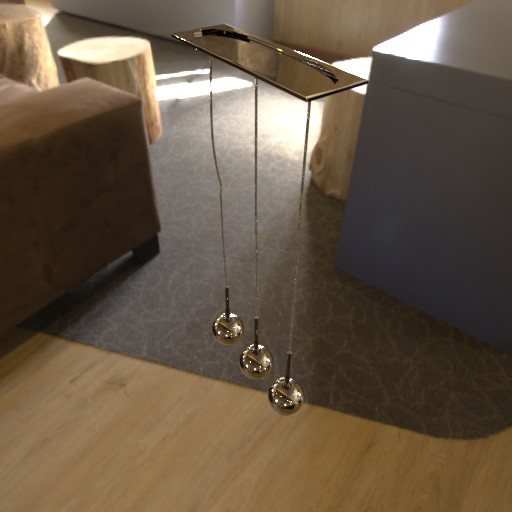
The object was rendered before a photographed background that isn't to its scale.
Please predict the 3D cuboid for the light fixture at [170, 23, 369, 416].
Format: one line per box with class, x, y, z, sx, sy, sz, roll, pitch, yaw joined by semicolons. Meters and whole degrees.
light fixture;0.000;0.000;1.621;0.188;1.408;0.623;-25;47;-26
